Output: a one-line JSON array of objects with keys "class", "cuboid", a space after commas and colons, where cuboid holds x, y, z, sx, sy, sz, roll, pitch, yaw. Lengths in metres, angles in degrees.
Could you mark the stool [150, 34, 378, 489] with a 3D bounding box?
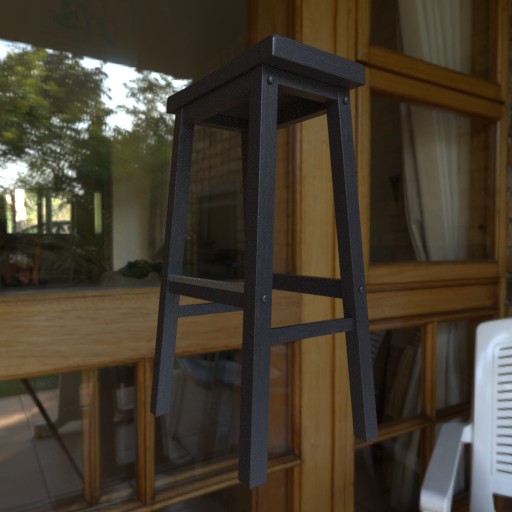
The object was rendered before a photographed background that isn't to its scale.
[{"class": "stool", "cuboid": [0.000, 0.000, 0.962, 0.322, 0.742, 0.406, -1, 2, -36]}]
